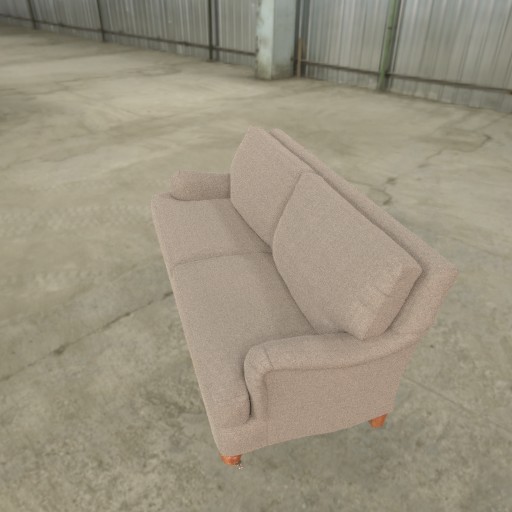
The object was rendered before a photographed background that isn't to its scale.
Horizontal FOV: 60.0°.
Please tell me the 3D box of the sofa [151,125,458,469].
[{"bbox_3d":[0.000,0.000,2.750,1.087,1.054,2.160,-10,34,-15],"label":"sofa"}]
